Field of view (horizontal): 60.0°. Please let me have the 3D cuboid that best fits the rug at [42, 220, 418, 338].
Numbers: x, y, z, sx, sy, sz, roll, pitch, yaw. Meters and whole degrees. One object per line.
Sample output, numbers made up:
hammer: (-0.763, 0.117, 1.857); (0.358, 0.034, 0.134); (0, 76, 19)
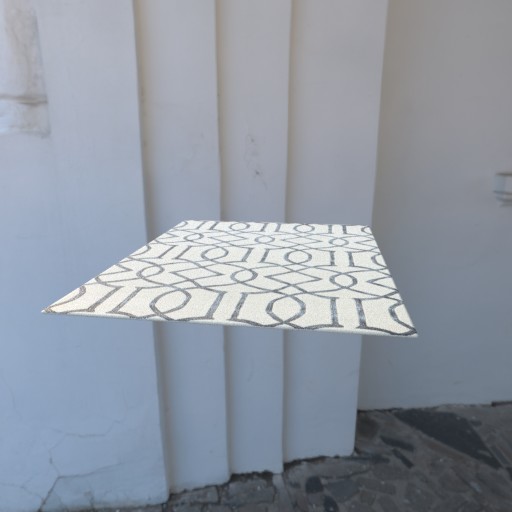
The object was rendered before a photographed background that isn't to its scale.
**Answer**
rug: (0.000, 0.000, 3.918); (2.211, 0.021, 2.910); (2, 16, 8)
